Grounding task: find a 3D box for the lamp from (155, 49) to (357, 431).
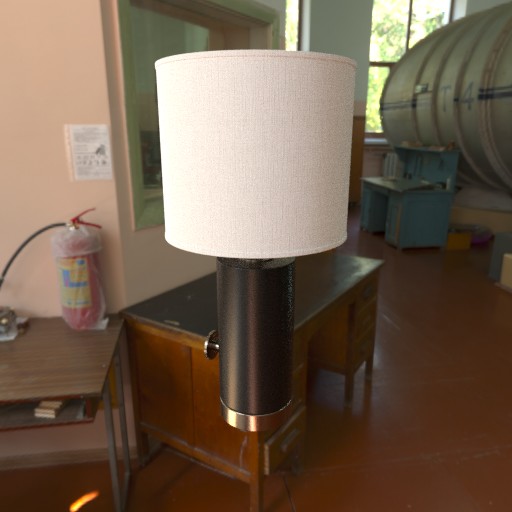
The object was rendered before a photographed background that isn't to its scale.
[{"bbox_3d":[0.000,0.000,0.607,0.240,0.482,0.241,7,18,24],"label":"lamp"}]
